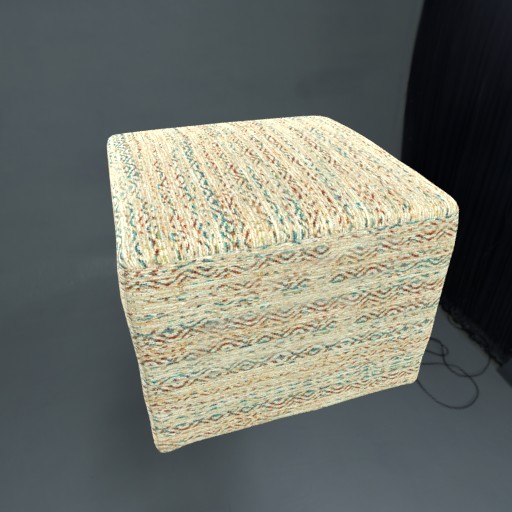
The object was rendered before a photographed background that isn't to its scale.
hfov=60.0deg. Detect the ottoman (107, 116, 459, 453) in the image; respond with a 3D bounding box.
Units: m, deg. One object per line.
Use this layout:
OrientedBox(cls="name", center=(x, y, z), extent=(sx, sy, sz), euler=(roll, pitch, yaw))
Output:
OrientedBox(cls="ottoman", center=(0.000, 0.000, 0.905), extent=(0.521, 0.453, 0.512), euler=(-10, 35, -15))
